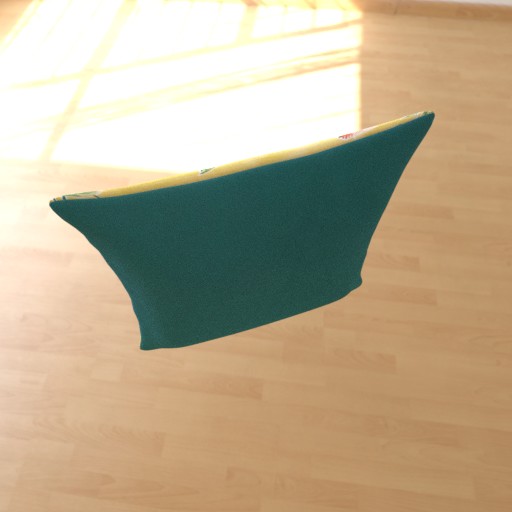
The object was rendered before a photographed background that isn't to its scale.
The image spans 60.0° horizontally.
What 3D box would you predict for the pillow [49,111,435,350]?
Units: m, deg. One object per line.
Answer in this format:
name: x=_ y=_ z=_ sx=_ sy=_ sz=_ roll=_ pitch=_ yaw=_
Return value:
pillow: x=0.000 y=0.000 z=0.787 sx=0.525 sy=0.508 sz=0.166 roll=-15 pitch=59 yaw=-10
